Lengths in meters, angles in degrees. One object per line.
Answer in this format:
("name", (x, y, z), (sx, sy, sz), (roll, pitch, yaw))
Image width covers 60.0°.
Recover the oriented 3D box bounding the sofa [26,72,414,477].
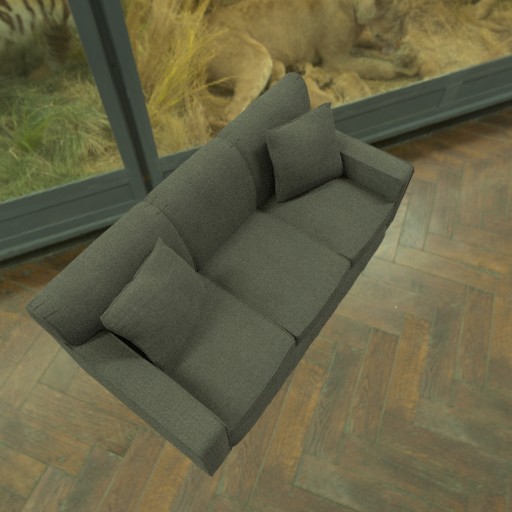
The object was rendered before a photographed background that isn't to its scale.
("sofa", (0.000, 0.000, 2.498), (0.997, 0.958, 2.024), (31, 62, 19))
